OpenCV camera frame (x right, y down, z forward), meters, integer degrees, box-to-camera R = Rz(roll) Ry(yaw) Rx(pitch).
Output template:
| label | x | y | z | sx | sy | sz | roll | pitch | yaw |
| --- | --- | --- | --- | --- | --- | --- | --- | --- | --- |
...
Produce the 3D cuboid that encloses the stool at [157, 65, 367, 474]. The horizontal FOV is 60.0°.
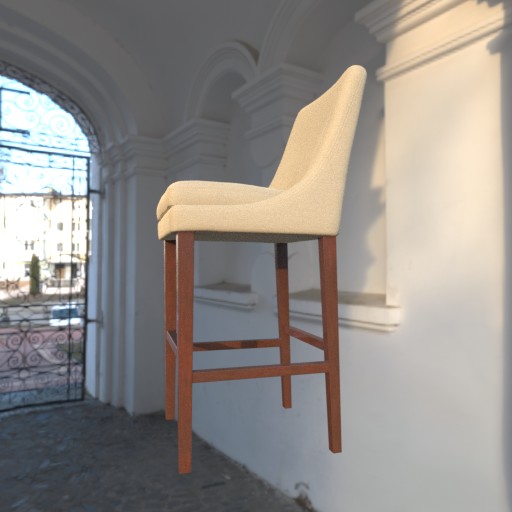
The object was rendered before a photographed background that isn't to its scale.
| label | x | y | z | sx | sy | sz | roll | pitch | yaw |
| --- | --- | --- | --- | --- | --- | --- | --- | --- | --- |
| stool | 0.000 | 0.000 | 1.365 | 0.577 | 1.078 | 0.470 | 0 | -1 | -16 |
